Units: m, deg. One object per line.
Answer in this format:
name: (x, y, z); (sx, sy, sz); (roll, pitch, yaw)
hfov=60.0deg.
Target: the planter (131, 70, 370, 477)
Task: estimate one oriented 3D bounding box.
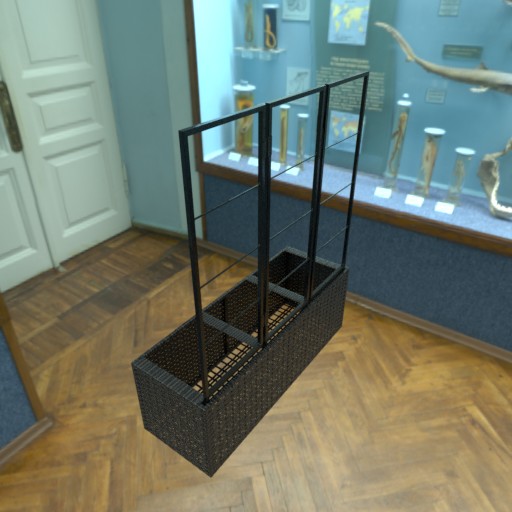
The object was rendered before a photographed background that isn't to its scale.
planter: (0.000, 0.000, 1.160); (0.244, 0.841, 0.699); (21, 37, 30)
